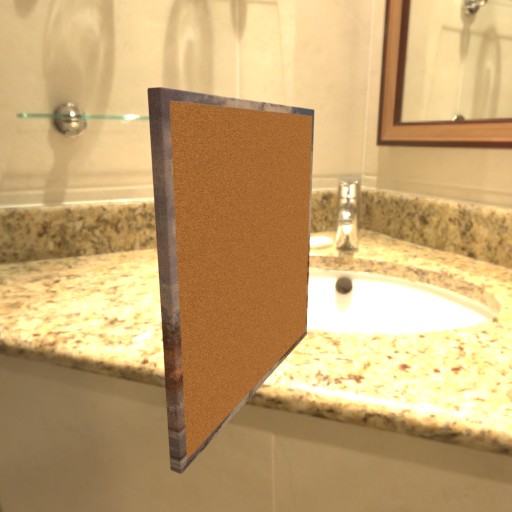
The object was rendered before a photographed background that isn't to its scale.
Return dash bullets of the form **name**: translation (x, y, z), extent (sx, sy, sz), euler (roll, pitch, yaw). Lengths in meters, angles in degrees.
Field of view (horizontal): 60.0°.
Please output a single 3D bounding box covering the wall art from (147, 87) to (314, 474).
- **wall art**: translation (0.000, 0.000, 1.363), extent (0.035, 0.897, 0.888), euler (8, 17, 26)
